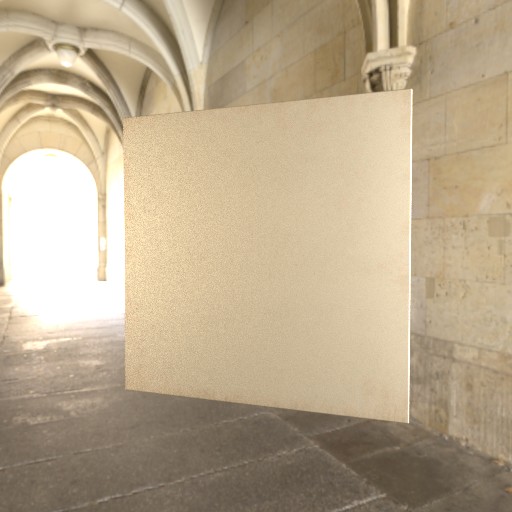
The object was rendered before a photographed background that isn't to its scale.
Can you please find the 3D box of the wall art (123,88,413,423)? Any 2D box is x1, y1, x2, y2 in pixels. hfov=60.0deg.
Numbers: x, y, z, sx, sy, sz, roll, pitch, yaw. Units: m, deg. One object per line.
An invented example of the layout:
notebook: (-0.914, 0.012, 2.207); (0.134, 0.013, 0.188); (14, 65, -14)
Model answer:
wall art: (0.000, 0.000, 0.764); (0.503, 0.506, 0.040); (1, 2, 18)
